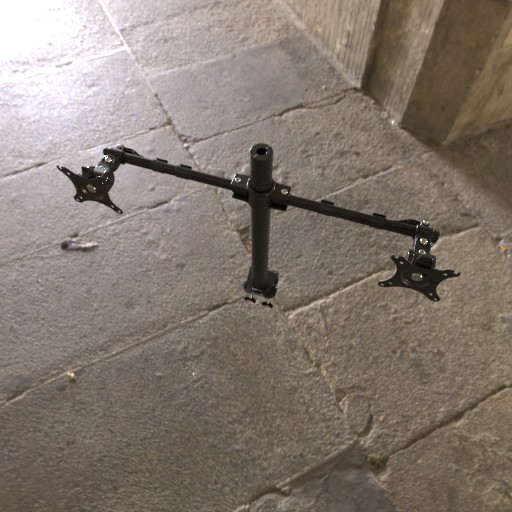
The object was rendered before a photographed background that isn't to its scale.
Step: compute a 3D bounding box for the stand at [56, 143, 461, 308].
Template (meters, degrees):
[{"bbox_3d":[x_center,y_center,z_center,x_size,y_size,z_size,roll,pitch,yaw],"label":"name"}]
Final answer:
[{"bbox_3d":[0.000,0.000,1.022,0.743,0.603,0.150,16,60,10],"label":"stand"}]
